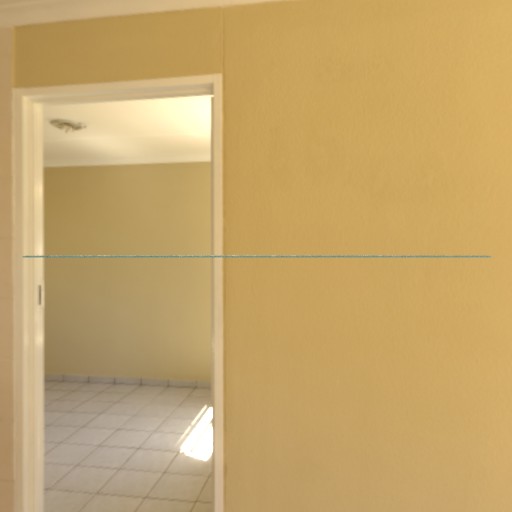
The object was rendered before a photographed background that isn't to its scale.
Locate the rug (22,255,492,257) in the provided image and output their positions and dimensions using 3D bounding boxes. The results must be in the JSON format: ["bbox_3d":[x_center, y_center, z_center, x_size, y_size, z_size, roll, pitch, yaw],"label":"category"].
[{"bbox_3d":[0.000,0.000,3.987,2.980,0.012,2.363,0,0,-1],"label":"rug"}]
